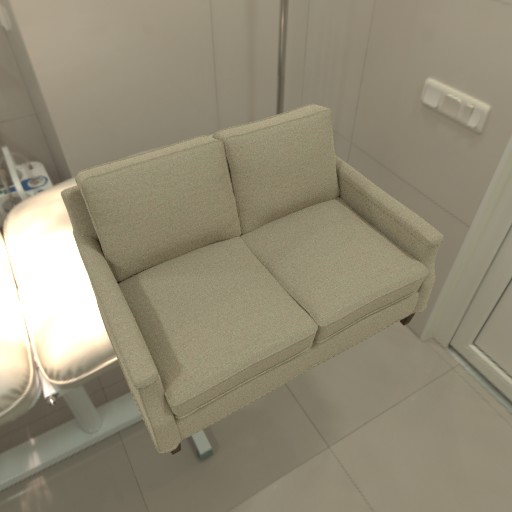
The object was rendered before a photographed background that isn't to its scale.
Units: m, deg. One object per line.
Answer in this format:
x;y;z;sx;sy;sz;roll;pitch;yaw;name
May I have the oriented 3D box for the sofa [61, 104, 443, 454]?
0.000;0.000;2.257;1.597;1.003;1.084;-23;49;-21;sofa
